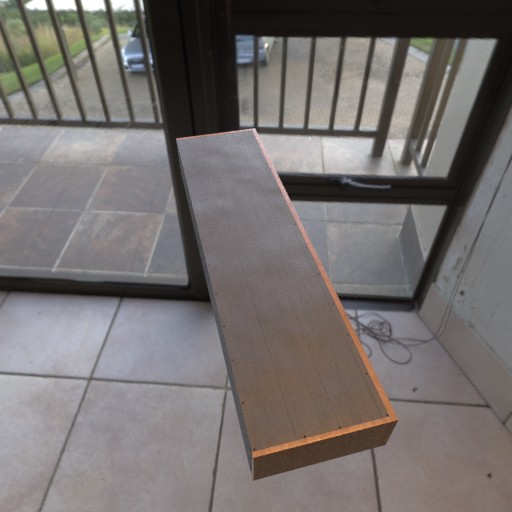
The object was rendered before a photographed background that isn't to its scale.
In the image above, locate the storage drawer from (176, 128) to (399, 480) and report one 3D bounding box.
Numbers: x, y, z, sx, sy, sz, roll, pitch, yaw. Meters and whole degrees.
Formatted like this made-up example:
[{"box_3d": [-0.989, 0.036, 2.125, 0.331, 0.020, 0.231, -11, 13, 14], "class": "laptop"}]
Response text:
[{"box_3d": [0.000, 0.000, 2.271, 0.538, 0.264, 2.032, -10, 46, -10], "class": "storage drawer"}]
